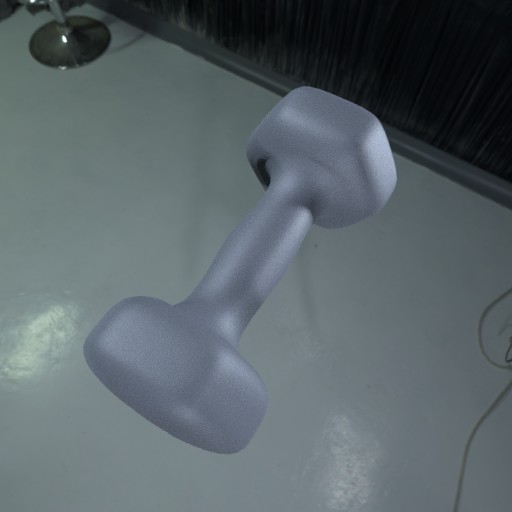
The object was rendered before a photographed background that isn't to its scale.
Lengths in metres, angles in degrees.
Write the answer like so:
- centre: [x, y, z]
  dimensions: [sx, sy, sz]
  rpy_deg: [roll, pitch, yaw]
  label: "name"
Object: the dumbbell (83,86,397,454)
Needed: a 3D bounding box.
- centre: [0.000, 0.000, 0.296]
  dimensions: [0.116, 0.105, 0.240]
  rpy_deg: [29, 66, 14]
  label: "dumbbell"
